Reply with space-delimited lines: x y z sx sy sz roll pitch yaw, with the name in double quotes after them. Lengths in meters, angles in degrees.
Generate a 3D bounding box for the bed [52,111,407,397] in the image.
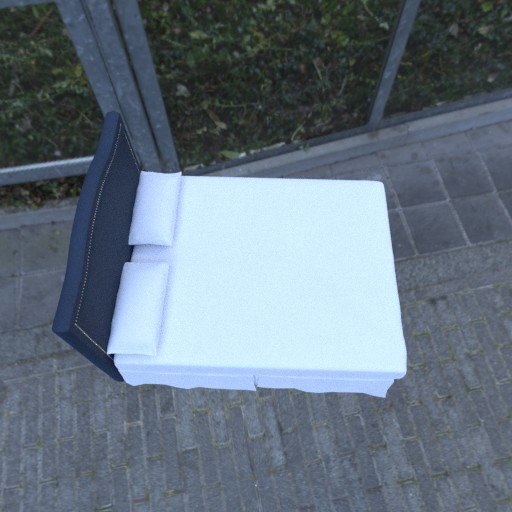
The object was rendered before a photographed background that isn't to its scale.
0.000 0.000 3.447 2.282 1.436 1.821 2 63 1 "bed"
